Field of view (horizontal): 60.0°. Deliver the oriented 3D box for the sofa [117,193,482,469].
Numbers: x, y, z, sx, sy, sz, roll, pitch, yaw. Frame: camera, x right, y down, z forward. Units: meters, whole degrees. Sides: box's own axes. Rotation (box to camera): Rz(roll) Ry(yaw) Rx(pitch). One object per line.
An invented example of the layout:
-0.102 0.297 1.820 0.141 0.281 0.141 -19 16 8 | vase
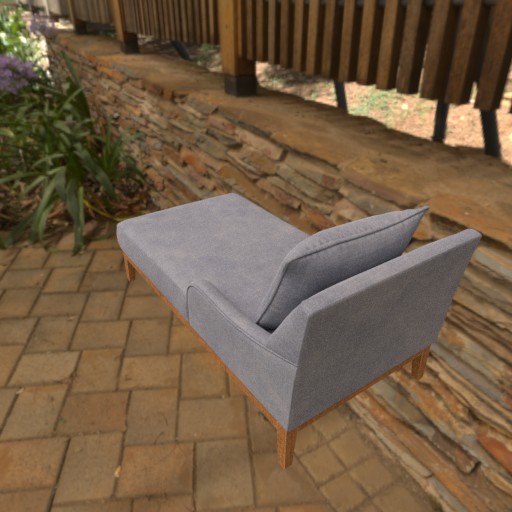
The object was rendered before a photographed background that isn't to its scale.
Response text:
0.000 0.000 2.293 0.904 0.883 1.779 -19 35 -30 | sofa
